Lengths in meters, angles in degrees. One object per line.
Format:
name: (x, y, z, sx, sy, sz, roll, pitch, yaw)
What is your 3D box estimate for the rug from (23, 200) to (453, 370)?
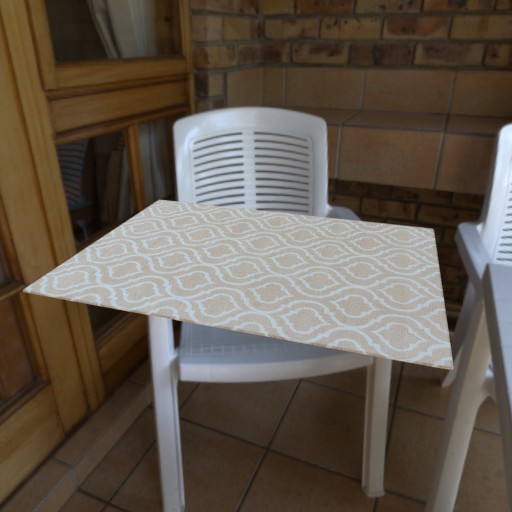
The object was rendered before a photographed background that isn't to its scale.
rug: (0.000, 0.000, 2.724, 2.134, 0.010, 1.524, 8, 27, 15)
